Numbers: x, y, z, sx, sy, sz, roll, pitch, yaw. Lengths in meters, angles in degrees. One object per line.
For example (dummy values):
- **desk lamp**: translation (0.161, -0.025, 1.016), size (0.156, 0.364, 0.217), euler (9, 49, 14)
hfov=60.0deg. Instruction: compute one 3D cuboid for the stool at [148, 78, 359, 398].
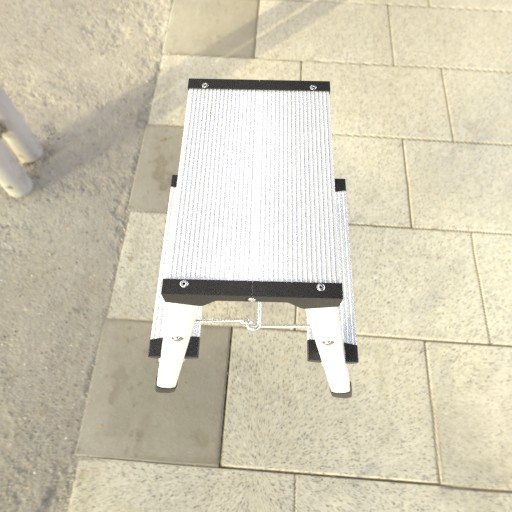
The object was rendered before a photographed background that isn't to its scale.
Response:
- **stool**: translation (0.000, 0.000, 0.780), size (0.405, 0.480, 0.404), euler (1, 64, 1)
